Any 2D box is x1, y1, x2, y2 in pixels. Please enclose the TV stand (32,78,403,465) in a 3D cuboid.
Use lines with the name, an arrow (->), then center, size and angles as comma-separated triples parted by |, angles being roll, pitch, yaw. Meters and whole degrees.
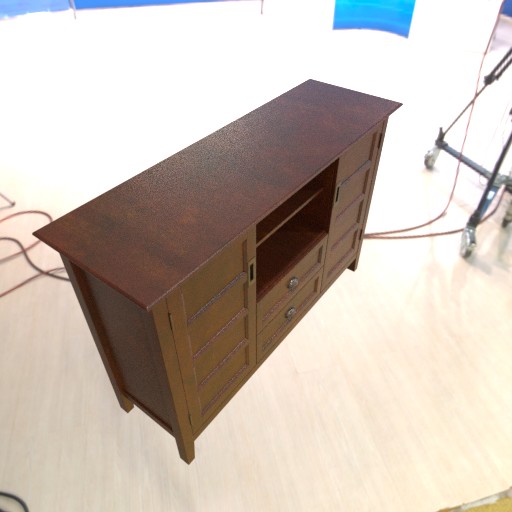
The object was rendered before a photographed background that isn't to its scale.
TV stand -> 0.000, 0.000, 1.778 | 0.445, 0.915, 1.372 | 27, 49, 27
